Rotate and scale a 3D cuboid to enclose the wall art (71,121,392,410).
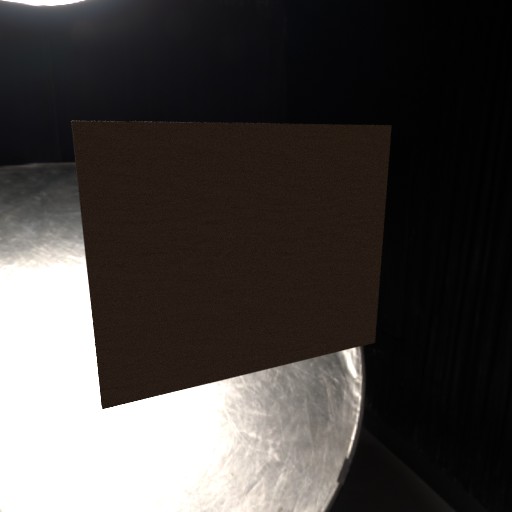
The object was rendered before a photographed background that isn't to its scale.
[{"bbox_3d":[0.000,0.000,0.709,0.508,0.406,0.013,-7,17,-25],"label":"wall art"}]
